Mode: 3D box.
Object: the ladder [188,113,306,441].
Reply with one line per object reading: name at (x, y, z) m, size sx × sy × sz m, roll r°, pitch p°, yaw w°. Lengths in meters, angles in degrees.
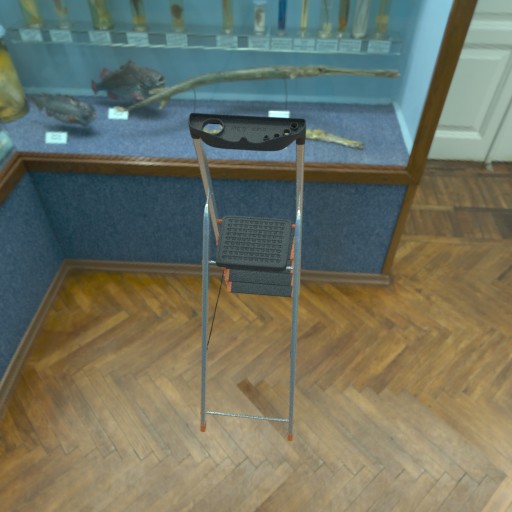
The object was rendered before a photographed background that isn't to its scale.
ladder at (0.000, 0.000, 2.035) m, size 0.480 × 1.646 × 0.995 m, roll 4°, pitch 46°, yaw 4°
